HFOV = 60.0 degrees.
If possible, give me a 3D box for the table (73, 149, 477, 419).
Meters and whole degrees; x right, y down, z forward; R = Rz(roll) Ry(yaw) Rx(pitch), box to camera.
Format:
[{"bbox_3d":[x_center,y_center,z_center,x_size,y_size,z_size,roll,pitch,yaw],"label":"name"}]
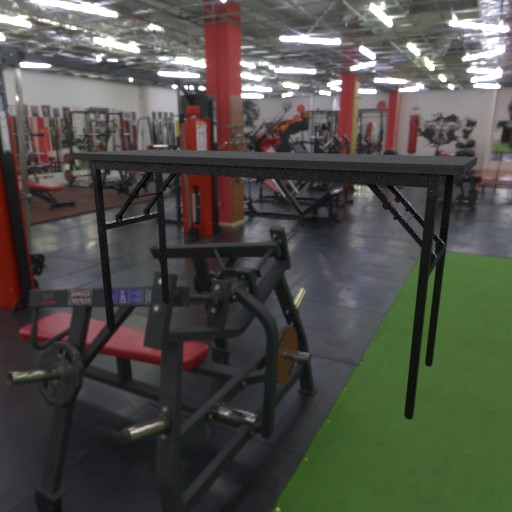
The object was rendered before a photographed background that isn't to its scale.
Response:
[{"bbox_3d":[0.000,0.000,1.683,1.399,0.750,0.449,9,18,28],"label":"table"}]
